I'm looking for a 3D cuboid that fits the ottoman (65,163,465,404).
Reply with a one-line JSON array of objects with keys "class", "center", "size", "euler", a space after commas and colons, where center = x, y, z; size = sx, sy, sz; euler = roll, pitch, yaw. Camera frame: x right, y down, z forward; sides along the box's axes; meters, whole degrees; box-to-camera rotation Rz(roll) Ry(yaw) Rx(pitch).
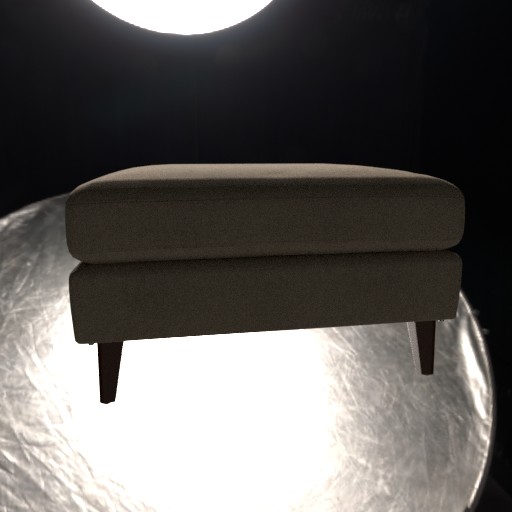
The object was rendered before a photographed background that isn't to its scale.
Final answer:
[{"class": "ottoman", "center": [0.000, 0.000, 1.187], "size": [0.823, 0.478, 0.610], "euler": [-2, 13, -9]}]
